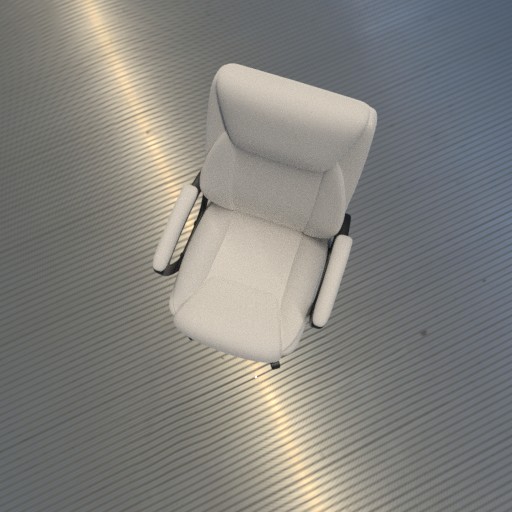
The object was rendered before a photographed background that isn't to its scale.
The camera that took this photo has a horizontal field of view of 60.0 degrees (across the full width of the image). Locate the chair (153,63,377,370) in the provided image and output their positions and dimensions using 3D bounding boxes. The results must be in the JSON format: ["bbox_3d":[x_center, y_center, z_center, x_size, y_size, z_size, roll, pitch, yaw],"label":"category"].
[{"bbox_3d":[0.000,0.000,1.497,0.663,1.065,0.669,19,76,5],"label":"chair"}]
